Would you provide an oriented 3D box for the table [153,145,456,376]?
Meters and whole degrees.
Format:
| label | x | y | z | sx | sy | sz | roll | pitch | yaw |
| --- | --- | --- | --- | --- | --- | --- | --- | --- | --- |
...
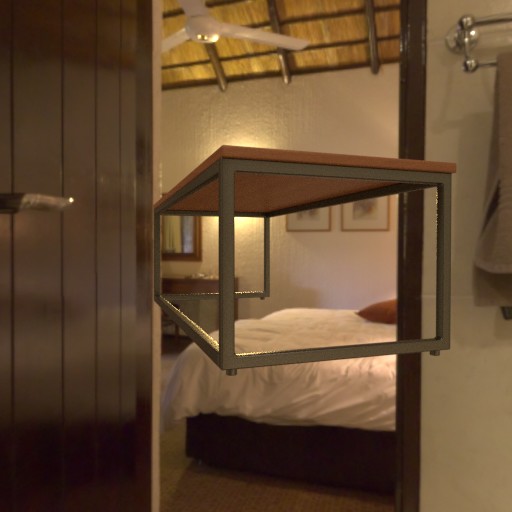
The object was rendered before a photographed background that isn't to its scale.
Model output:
| label | x | y | z | sx | sy | sz | roll | pitch | yaw |
| --- | --- | --- | --- | --- | --- | --- | --- | --- | --- |
| table | 0.000 | 0.000 | 1.358 | 0.500 | 0.400 | 1.100 | 0 | 1 | -19 |
